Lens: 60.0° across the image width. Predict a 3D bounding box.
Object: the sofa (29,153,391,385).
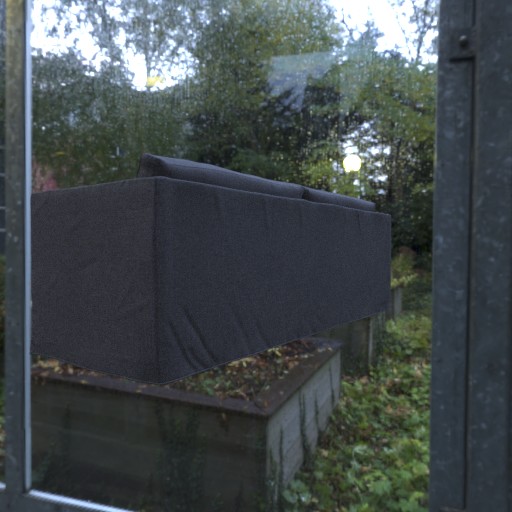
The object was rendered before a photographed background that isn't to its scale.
[{"bbox_3d":[0.000,0.000,3.164,1.036,0.998,2.779,1,2,36],"label":"sofa"}]
